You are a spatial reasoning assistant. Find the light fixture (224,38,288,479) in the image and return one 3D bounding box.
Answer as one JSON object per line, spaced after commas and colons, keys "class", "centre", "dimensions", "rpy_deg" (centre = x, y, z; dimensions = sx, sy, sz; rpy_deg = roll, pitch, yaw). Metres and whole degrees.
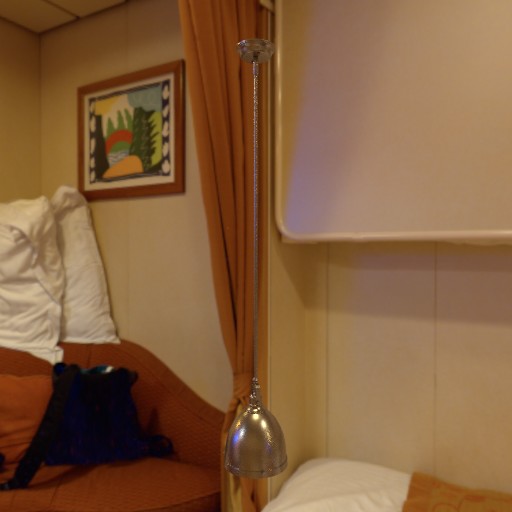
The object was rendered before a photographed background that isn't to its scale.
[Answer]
{"class": "light fixture", "centre": [0.000, 0.000, 1.460], "dimensions": [0.211, 1.367, 0.217], "rpy_deg": [0, 0, -16]}
